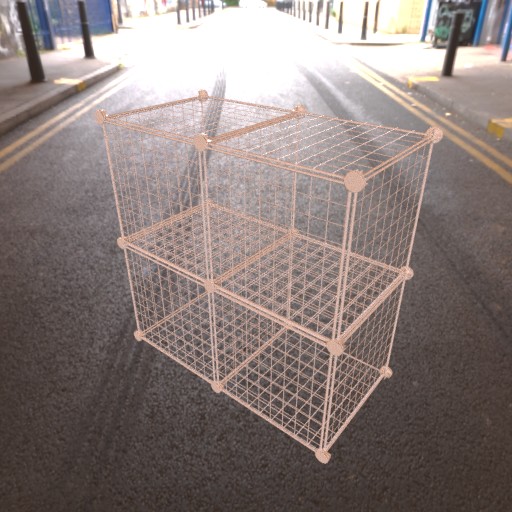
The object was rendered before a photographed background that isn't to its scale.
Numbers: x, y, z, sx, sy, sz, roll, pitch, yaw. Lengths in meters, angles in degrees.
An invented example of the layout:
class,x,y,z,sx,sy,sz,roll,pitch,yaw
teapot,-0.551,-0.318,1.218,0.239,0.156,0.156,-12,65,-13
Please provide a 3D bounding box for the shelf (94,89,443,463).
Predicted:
class,x,y,z,sx,sy,sz,roll,pitch,yaw
shelf,0.000,0.000,1.165,0.711,0.711,0.356,22,37,33
